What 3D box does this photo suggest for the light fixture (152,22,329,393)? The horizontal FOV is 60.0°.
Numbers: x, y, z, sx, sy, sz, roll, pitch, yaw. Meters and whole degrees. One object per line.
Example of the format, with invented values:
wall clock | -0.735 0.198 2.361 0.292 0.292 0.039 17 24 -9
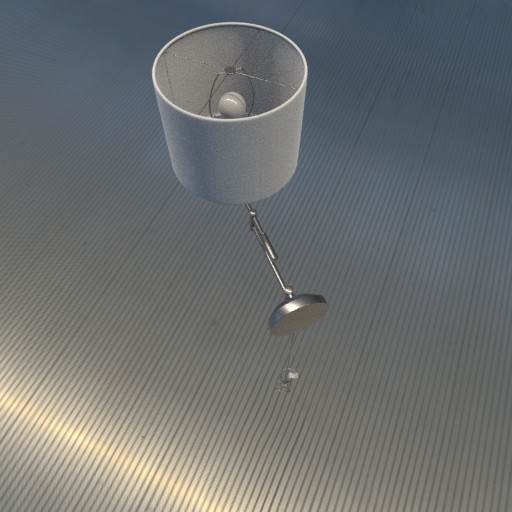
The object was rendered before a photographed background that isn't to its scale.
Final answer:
light fixture | 0.000 0.000 1.026 0.253 0.842 0.479 -19 61 -11
